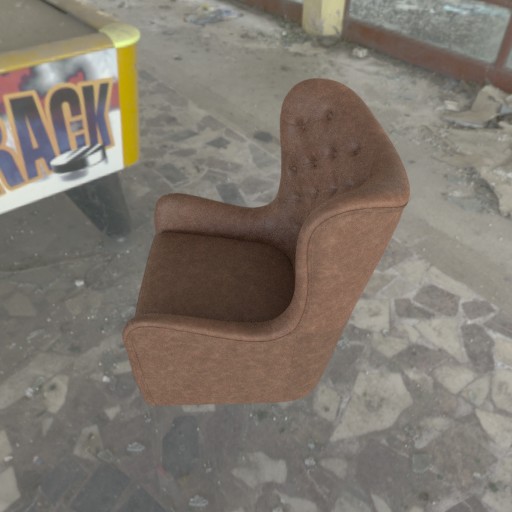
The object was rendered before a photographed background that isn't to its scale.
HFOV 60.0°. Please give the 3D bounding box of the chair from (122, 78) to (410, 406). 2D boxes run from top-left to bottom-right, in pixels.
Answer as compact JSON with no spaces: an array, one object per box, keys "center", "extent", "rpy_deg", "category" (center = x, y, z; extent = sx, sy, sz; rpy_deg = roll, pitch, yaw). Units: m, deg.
[{"center":[0.000,0.000,1.725],"extent":[0.930,1.079,0.831],"rpy_deg":[-1,42,-1],"category":"chair"}]
